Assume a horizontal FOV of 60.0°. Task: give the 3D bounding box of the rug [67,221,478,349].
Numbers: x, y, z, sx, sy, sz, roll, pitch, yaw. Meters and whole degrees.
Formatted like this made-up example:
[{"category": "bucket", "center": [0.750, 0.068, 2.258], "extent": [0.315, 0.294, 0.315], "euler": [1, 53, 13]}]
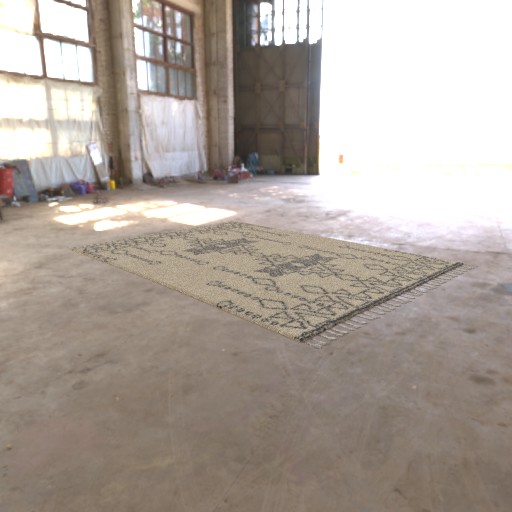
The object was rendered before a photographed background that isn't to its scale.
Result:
[{"category": "rug", "center": [0.000, 0.000, 3.936], "extent": [2.125, 0.028, 3.027], "euler": [-14, 20, -43]}]
